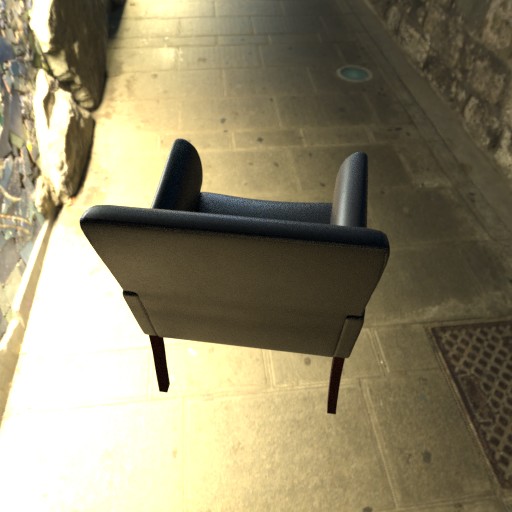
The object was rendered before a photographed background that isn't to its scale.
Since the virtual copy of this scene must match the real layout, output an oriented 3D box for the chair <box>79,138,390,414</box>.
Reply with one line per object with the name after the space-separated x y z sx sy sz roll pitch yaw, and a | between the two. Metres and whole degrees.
0.000 0.000 1.453 0.683 0.951 0.772 6 47 5 | chair
